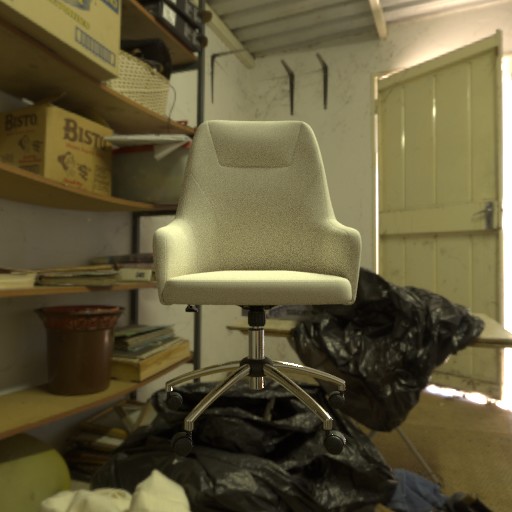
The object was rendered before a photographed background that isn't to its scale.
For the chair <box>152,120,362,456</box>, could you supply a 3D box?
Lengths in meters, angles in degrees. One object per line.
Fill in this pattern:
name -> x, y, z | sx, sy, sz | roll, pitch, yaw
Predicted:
chair -> 0.000, 0.000, 1.472 | 0.620, 1.049, 0.640 | 0, -1, -1
